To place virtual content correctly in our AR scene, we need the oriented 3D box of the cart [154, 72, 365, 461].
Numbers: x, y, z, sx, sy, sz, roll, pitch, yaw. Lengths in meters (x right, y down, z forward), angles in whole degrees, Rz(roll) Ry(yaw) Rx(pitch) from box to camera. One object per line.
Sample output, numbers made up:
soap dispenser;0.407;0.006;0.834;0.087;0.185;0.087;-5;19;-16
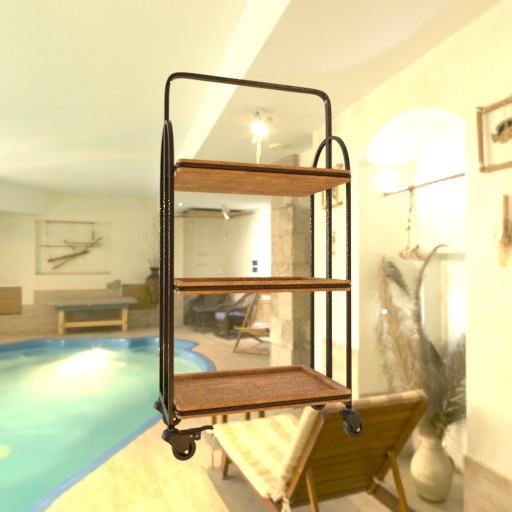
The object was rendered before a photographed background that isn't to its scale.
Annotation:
cart;0.000;0.000;1.270;0.553;1.001;0.327;0;-1;-18
